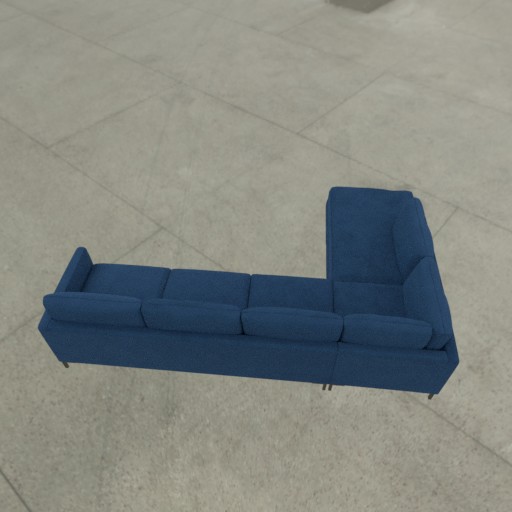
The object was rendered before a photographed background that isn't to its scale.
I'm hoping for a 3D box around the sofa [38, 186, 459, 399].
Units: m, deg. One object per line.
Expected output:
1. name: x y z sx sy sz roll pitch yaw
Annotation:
1. sofa: 0.000 0.000 3.813 2.949 0.815 2.007 4 48 4
